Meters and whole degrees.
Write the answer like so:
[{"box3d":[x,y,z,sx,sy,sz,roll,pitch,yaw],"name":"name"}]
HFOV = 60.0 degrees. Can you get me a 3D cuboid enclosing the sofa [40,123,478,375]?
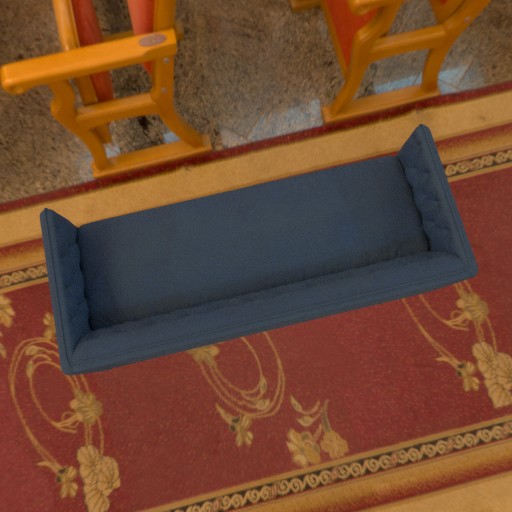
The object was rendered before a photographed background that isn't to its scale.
[{"box3d":[0.000,0.000,2.666,2.209,0.771,0.895,-13,78,-3],"name":"sofa"}]
